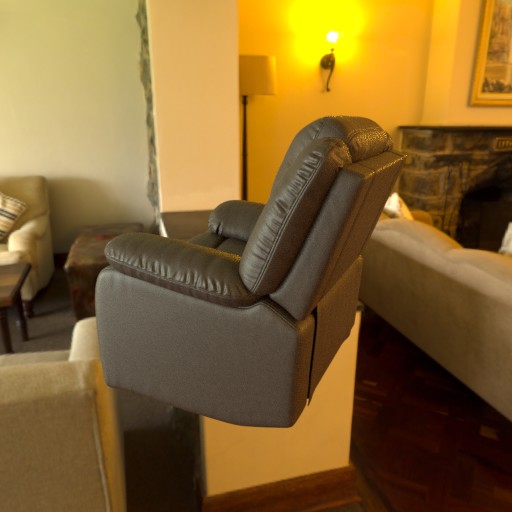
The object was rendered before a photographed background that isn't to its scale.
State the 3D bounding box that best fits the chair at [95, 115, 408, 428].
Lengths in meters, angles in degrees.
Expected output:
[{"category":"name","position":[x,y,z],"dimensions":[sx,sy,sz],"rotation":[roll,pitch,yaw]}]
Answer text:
[{"category":"chair","position":[0.000,0.000,1.673],"dimensions":[0.934,1.009,0.899],"rotation":[8,19,24]}]
